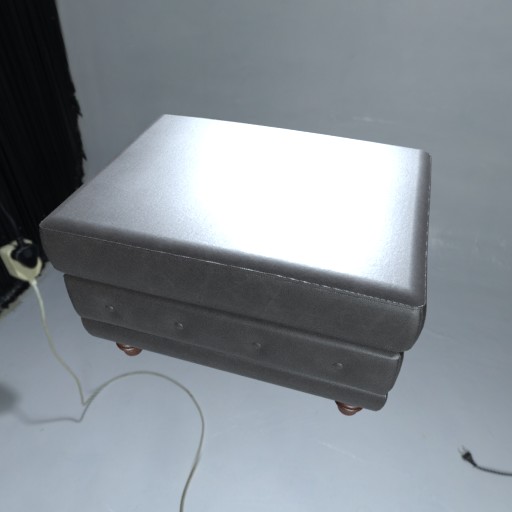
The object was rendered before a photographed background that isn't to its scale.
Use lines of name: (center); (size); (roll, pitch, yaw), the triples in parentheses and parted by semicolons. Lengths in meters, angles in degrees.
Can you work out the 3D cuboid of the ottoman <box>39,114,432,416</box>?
ottoman: (0.000, 0.000, 1.177); (0.795, 0.498, 0.590); (12, 43, 13)
